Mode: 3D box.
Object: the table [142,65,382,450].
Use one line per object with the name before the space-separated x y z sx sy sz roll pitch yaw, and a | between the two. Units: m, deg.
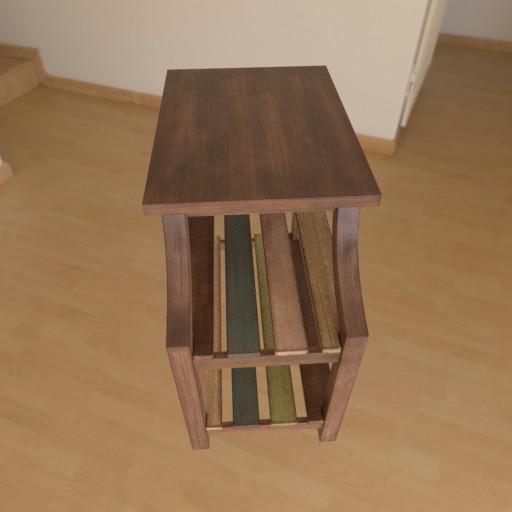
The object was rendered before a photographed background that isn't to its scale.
table | 0.000 0.000 0.982 0.356 0.584 0.609 -3 45 -3
